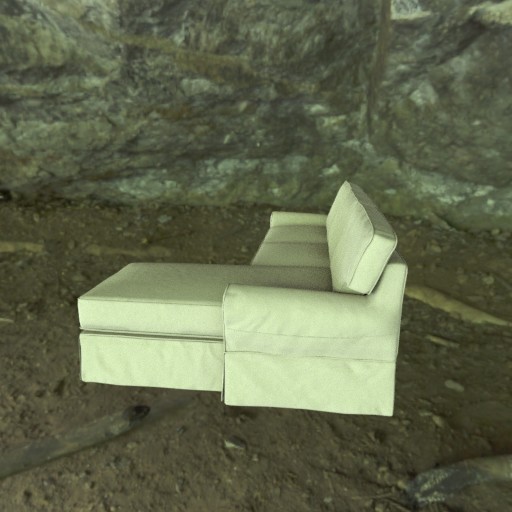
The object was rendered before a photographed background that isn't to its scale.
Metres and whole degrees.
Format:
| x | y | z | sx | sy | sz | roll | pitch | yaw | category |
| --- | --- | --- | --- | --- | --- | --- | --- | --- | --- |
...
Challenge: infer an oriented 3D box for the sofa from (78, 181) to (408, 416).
| x | y | z | sx | sy | sz | roll | pitch | yaw | category |
| --- | --- | --- | --- | --- | --- | --- | --- | --- | --- |
| 0.000 | 0.000 | 3.348 | 1.733 | 0.978 | 2.475 | 2 | 15 | 8 | sofa |
